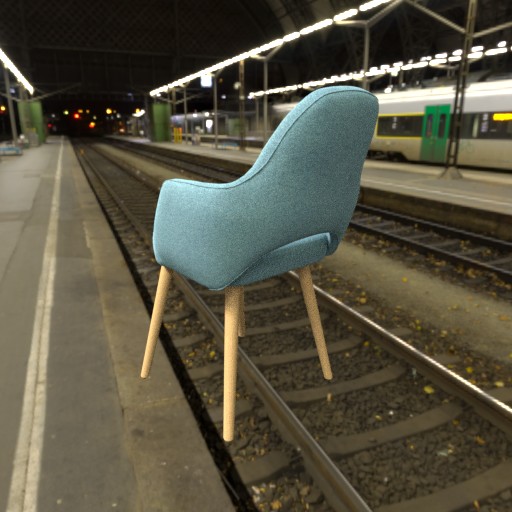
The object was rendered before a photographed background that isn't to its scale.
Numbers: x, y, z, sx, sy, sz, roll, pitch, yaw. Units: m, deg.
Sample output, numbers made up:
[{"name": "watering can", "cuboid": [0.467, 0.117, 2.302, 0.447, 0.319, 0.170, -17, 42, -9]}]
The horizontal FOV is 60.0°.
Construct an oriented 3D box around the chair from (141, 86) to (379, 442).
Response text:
[{"name": "chair", "cuboid": [0.000, 0.000, 1.335, 0.589, 0.920, 0.666, -15, 22, -42]}]
